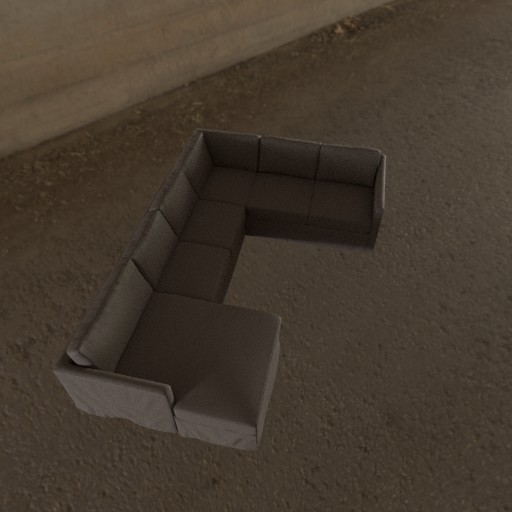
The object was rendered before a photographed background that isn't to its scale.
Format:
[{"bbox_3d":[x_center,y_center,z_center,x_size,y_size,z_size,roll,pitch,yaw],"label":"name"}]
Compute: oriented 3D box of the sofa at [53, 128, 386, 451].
[{"bbox_3d":[0.000,0.000,4.531,2.476,0.878,3.528,9,48,9],"label":"sofa"}]
